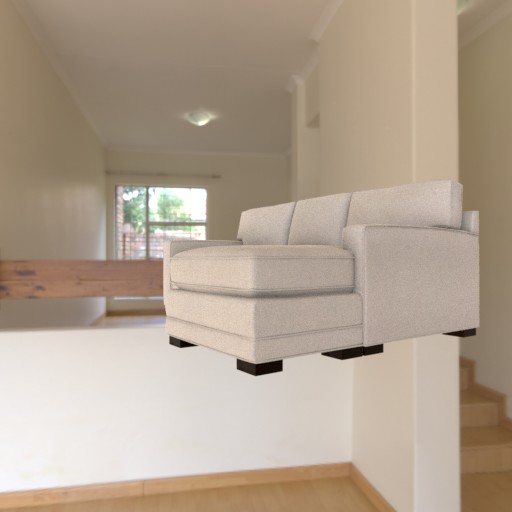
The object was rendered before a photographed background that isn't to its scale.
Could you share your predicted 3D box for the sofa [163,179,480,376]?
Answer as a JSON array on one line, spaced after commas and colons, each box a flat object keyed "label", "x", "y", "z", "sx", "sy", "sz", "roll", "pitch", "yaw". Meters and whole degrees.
[{"label": "sofa", "x": 0.000, "y": 0.000, "z": 2.810, "sx": 1.496, "sy": 0.861, "sz": 2.087, "roll": 0, "pitch": -1, "yaw": -35}]
